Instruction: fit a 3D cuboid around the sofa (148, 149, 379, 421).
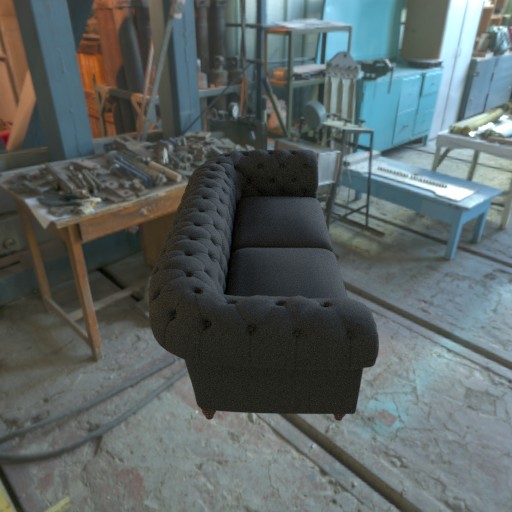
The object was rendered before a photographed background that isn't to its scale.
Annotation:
[{"bbox_3d":[0.000,0.000,2.810,0.991,0.762,2.362,0,30,1],"label":"sofa"}]
